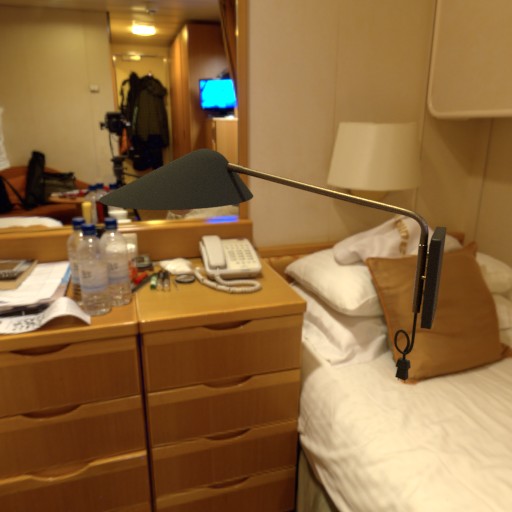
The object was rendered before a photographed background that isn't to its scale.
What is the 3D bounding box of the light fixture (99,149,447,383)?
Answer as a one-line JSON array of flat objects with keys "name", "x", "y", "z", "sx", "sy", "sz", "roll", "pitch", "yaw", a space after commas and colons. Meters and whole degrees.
[{"name": "light fixture", "x": 0.000, "y": 0.000, "z": 0.672, "sx": 0.516, "sy": 0.312, "sz": 0.240, "roll": 8, "pitch": 18, "yaw": 25}]
